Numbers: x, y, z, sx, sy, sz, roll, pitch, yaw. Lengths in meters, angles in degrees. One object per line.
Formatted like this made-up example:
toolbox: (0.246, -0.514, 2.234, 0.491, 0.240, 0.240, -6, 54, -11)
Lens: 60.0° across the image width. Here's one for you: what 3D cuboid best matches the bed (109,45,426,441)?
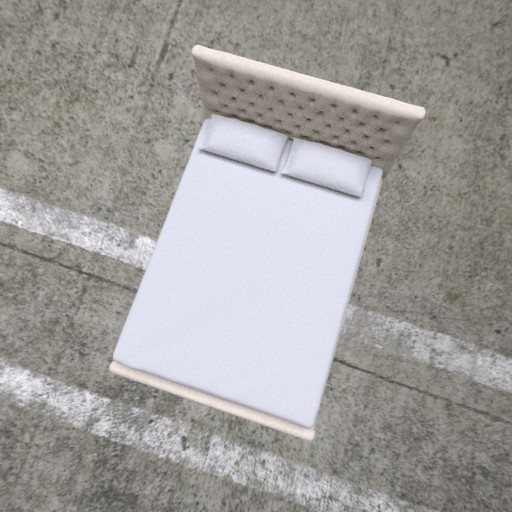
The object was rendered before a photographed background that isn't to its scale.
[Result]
bed: (0.000, 0.000, 3.462, 1.698, 1.427, 2.387, 17, 76, 5)
